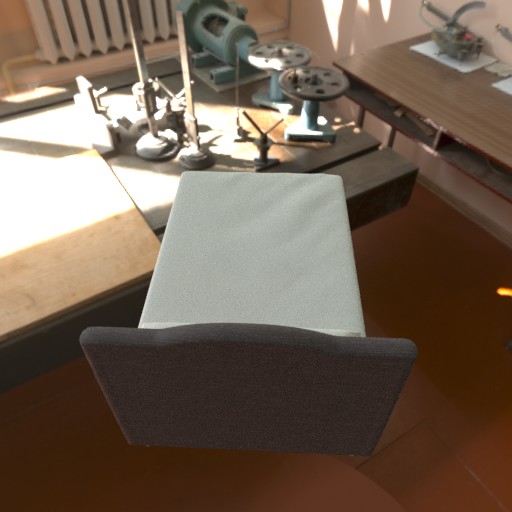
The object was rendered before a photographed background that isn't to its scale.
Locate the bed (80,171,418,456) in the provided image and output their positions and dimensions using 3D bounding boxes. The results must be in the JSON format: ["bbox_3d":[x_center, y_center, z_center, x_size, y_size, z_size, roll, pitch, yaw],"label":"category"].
[{"bbox_3d":[0.000,0.000,3.486,1.741,1.441,2.507,2,46,2],"label":"bed"}]
